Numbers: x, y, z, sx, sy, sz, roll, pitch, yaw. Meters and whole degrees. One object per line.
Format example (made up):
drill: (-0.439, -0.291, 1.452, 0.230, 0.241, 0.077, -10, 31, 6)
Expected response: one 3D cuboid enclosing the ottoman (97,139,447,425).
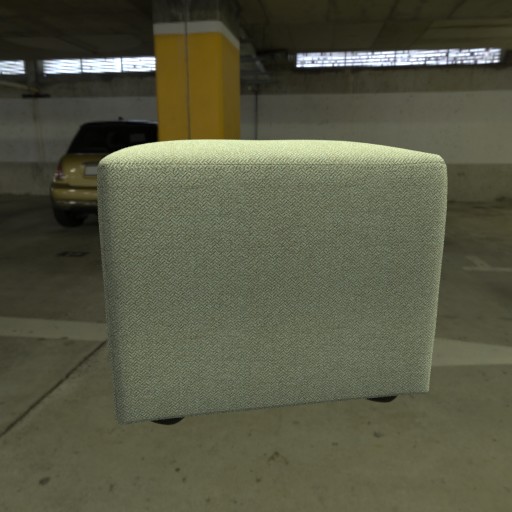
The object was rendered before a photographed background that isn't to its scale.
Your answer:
ottoman: (0.000, 0.000, 0.895, 0.521, 0.453, 0.512, -2, 14, -10)
